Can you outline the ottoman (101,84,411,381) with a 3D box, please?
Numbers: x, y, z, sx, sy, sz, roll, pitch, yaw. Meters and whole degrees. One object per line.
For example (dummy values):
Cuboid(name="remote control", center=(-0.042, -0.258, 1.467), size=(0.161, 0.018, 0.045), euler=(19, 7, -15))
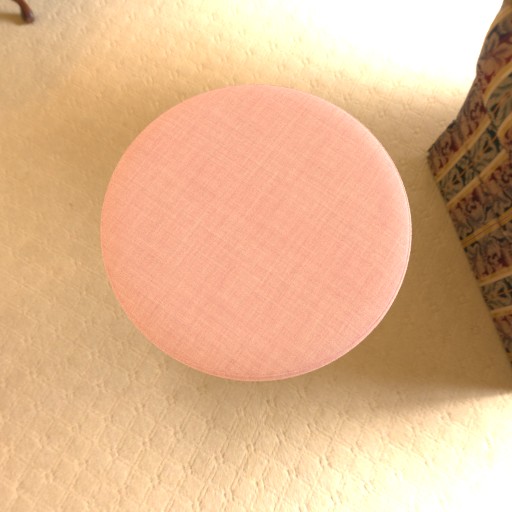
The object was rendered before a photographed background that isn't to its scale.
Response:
Cuboid(name="ottoman", center=(0.000, 0.000, 0.741), size=(0.400, 0.406, 0.400), euler=(0, 75, 0))
